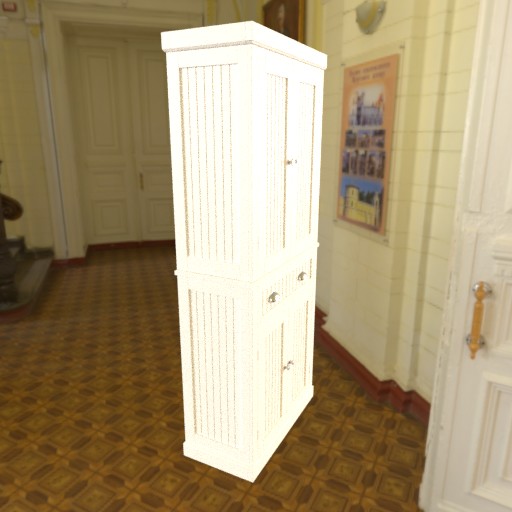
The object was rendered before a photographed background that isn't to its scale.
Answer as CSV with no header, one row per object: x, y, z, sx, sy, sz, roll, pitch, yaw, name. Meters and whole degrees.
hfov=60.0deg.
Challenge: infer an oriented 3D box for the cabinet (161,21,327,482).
0.000,0.000,2.097,0.390,1.829,0.754,8,17,26,cabinet
